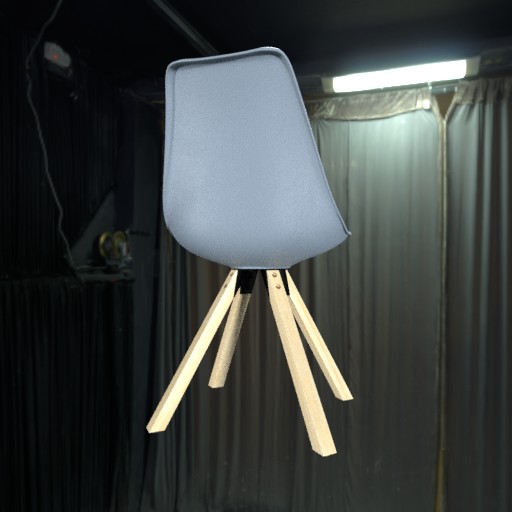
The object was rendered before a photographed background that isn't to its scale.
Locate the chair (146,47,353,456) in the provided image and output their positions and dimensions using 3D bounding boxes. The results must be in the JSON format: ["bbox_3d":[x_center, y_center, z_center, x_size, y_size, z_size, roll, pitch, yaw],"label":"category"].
[{"bbox_3d":[0.000,0.000,1.175,0.485,0.850,0.549,0,0,18],"label":"chair"}]
